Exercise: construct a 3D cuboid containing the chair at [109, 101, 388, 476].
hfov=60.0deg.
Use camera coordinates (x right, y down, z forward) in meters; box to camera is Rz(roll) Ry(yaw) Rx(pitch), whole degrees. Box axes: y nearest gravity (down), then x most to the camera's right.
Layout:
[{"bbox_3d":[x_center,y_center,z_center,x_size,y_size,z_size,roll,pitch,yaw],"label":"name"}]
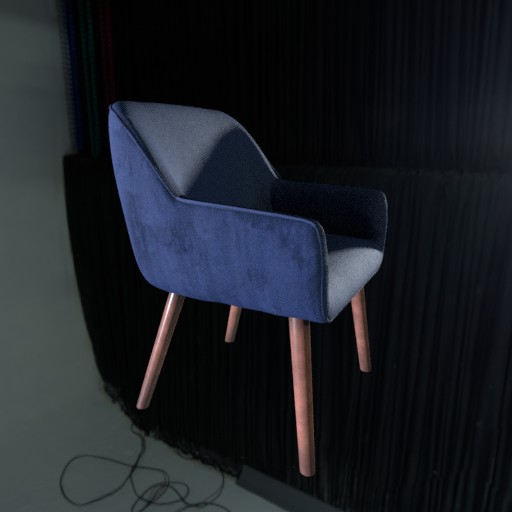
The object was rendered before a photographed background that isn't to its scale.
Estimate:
[{"bbox_3d":[0.000,0.000,1.240,0.600,0.820,0.600,8,17,27],"label":"chair"}]
